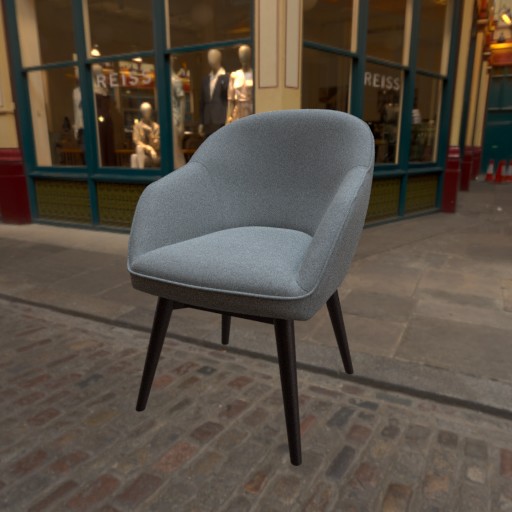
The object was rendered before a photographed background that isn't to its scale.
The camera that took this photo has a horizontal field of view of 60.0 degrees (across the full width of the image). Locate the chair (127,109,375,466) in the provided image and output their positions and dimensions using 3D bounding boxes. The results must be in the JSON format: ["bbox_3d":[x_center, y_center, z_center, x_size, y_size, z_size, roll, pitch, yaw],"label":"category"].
[{"bbox_3d":[0.000,0.000,1.236,0.589,0.810,0.611,7,16,26],"label":"chair"}]
